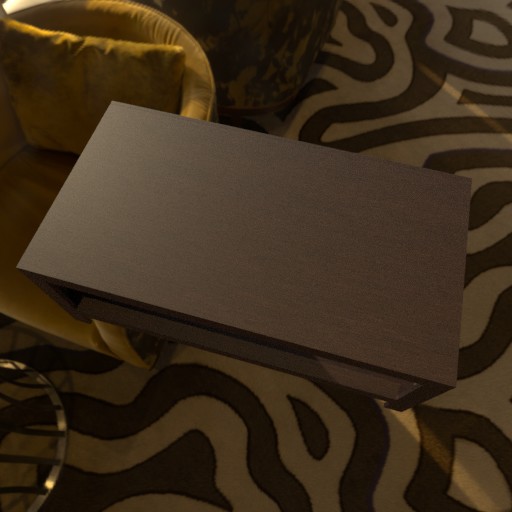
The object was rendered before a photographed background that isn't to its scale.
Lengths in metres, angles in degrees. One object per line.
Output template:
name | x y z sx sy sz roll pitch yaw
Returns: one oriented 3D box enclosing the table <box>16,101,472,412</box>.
table | 0.000 0.000 1.378 1.099 0.424 0.597 14 64 7
